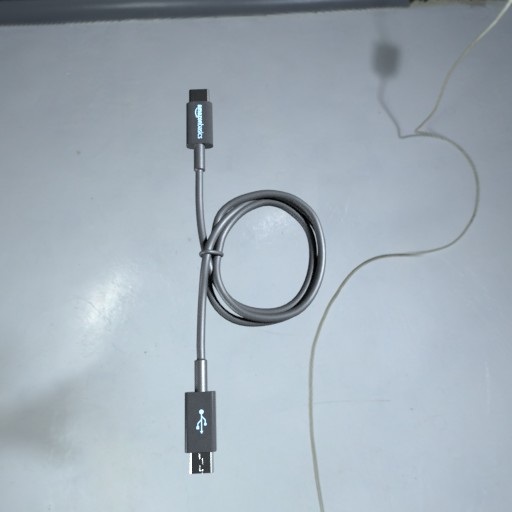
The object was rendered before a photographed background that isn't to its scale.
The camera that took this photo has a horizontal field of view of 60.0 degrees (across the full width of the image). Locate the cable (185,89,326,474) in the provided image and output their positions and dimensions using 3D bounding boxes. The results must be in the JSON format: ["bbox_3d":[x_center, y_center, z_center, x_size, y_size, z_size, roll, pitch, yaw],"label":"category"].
[{"bbox_3d":[0.000,0.000,0.215,0.070,0.014,0.192,-2,75,-1],"label":"cable"}]
